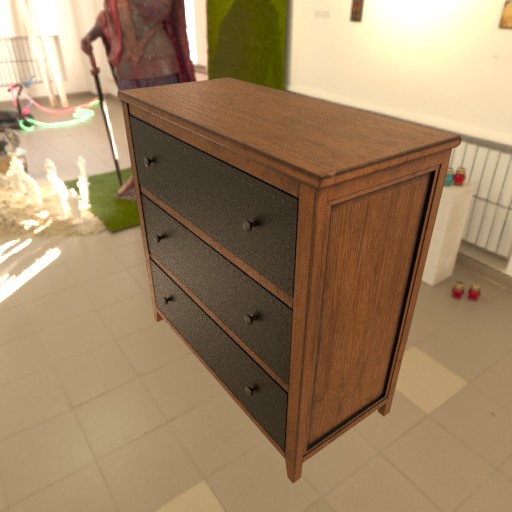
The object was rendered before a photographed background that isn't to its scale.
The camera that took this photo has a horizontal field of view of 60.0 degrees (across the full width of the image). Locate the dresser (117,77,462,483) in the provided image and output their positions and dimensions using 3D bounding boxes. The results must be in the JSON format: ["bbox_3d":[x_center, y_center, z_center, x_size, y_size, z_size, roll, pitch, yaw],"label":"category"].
[{"bbox_3d":[0.000,0.000,1.901,0.591,1.224,1.250,-21,37,-30],"label":"dresser"}]
